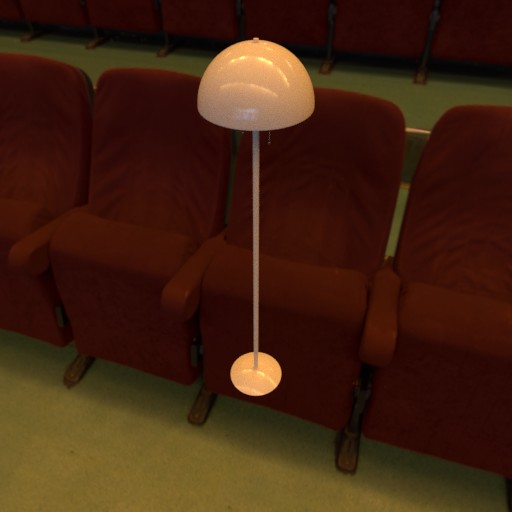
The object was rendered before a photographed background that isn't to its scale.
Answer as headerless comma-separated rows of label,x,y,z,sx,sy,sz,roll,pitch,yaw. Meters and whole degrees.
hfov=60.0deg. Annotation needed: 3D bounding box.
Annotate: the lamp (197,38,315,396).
lamp,0.000,0.000,1.623,0.328,1.480,0.328,12,43,13
